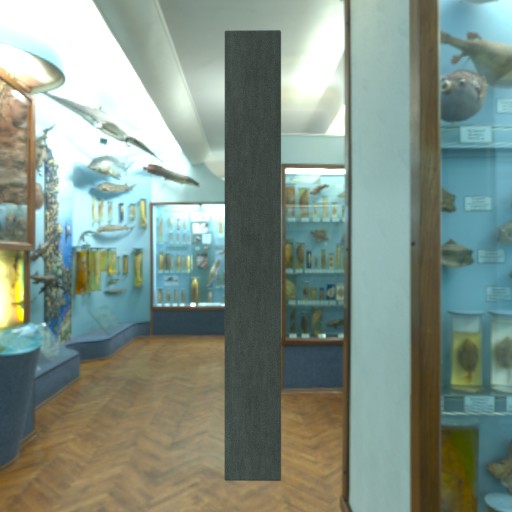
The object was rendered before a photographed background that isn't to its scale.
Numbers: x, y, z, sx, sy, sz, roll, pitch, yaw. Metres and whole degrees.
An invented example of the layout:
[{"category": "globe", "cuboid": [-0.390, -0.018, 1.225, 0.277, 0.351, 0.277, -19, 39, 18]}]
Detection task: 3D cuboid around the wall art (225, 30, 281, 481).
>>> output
[{"category": "wall art", "cuboid": [0.000, 0.000, 0.448, 0.038, 0.302, 0.303, 0, 0, 1]}]
